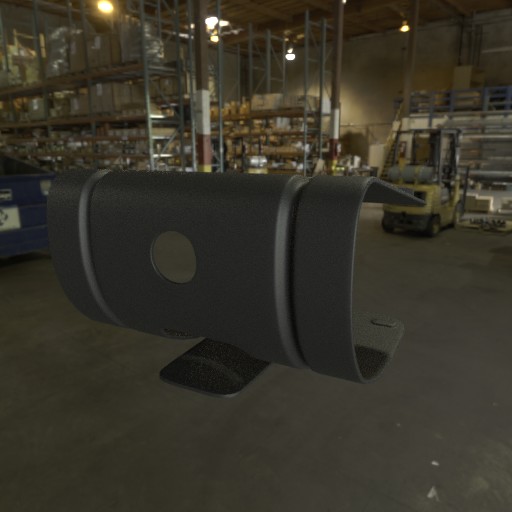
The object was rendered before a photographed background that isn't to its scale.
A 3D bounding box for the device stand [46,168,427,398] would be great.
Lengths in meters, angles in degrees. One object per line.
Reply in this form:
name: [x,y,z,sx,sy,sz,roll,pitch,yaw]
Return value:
device stand: [0.000,0.000,0.394,0.256,0.155,0.236,7,15,26]
